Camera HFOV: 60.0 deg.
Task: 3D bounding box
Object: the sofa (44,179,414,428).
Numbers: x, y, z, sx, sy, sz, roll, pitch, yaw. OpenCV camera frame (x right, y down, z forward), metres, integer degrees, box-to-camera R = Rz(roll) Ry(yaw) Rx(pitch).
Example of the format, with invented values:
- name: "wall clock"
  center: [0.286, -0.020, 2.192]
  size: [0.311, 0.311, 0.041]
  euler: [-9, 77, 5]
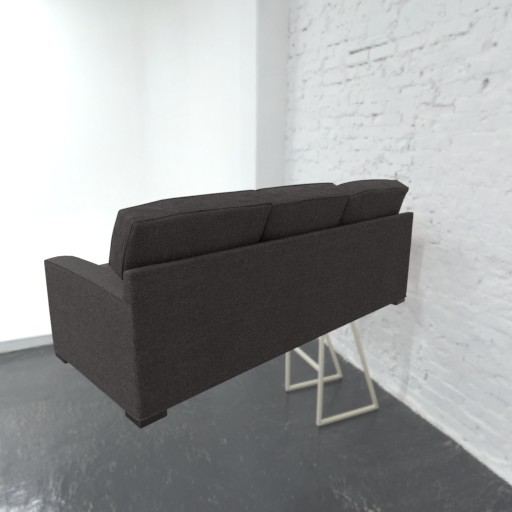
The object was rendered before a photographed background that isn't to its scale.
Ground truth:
- name: "sofa"
  center: [0.000, 0.000, 2.942]
  size: [2.369, 0.978, 1.004]
  euler: [-13, 19, -42]
